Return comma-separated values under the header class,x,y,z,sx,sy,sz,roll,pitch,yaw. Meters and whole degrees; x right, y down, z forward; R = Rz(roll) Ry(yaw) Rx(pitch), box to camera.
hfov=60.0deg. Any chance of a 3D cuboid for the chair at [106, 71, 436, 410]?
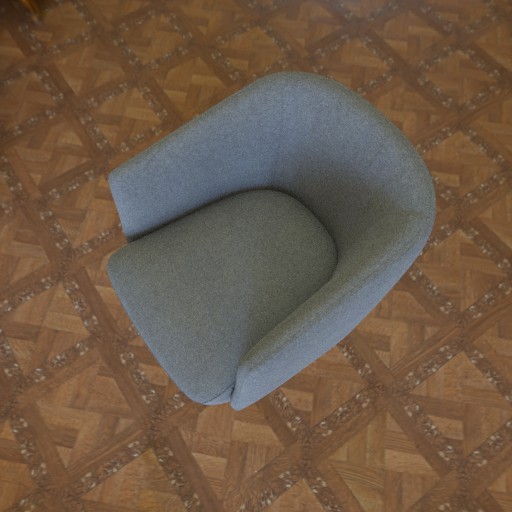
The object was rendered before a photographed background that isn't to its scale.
class,x,y,z,sx,sy,sz,roll,pitch,yaw
chair,0.000,0.000,1.632,0.986,0.861,0.822,-33,69,-15
